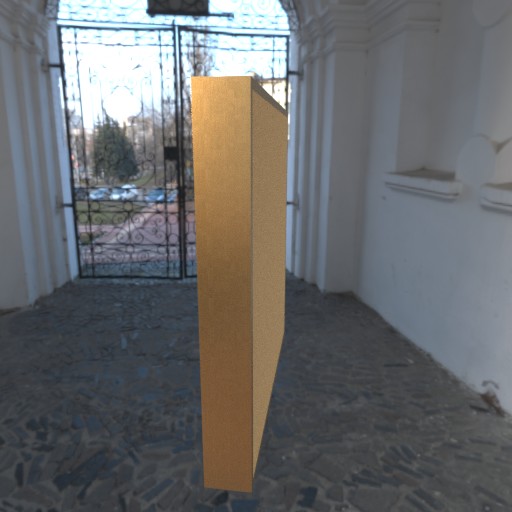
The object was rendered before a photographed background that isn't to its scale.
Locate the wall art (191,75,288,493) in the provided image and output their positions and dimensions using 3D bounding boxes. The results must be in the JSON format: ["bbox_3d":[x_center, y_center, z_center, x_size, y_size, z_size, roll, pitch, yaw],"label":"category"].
[{"bbox_3d":[0.000,0.000,0.458,0.038,0.304,0.304,2,14,8],"label":"wall art"}]
